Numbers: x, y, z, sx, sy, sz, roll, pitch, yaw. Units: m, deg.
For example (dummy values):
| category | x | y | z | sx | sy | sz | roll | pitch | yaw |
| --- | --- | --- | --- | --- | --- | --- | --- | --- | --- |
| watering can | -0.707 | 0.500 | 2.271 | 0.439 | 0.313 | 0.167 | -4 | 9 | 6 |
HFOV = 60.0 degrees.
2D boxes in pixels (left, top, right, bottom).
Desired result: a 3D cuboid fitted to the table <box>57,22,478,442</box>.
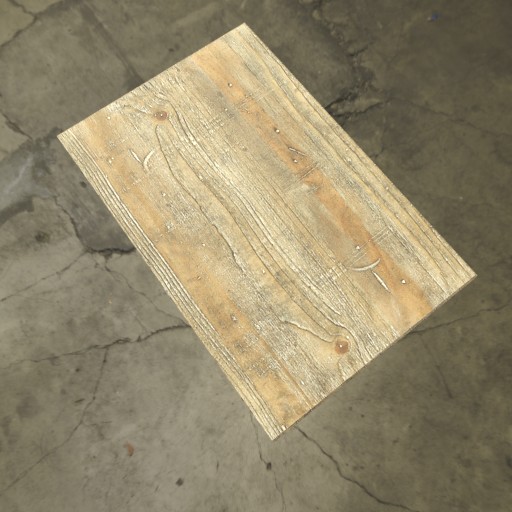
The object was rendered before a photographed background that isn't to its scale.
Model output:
| category | x | y | z | sx | sy | sz | roll | pitch | yaw |
| --- | --- | --- | --- | --- | --- | --- | --- | --- | --- |
| table | 0.000 | 0.000 | 1.144 | 0.457 | 0.711 | 0.686 | -36 | 77 | -10 |
